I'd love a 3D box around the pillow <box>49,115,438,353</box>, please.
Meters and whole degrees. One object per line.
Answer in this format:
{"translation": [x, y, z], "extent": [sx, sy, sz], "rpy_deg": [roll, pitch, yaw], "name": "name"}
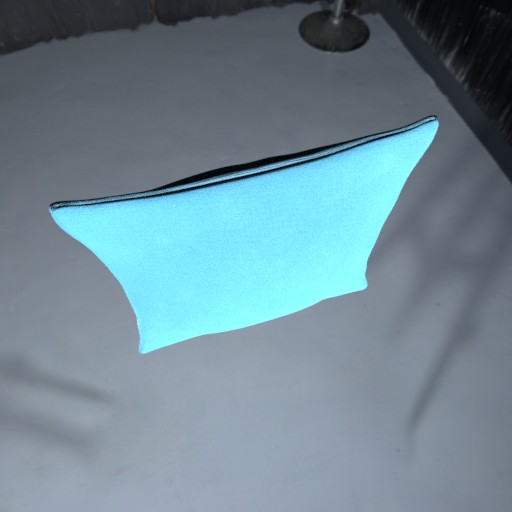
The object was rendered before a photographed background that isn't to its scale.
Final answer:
{"translation": [0.000, 0.000, 0.642], "extent": [0.433, 0.415, 0.151], "rpy_deg": [-15, 60, -9], "name": "pillow"}
